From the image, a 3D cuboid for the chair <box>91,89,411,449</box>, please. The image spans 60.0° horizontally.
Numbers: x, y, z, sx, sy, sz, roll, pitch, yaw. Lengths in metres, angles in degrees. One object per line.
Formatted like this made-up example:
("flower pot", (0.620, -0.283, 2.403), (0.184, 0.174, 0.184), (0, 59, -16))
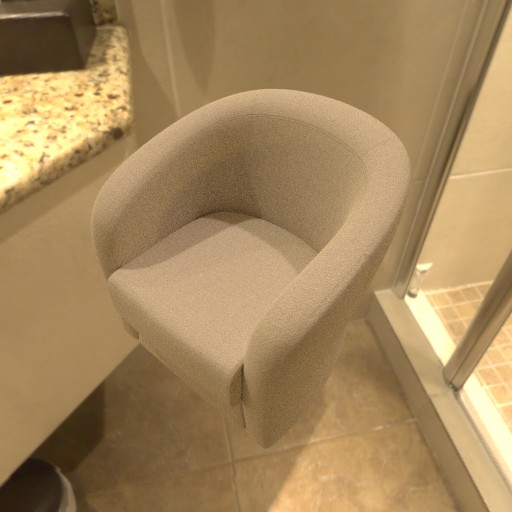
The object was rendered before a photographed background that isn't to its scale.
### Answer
("chair", (0.000, 0.000, 1.424), (0.791, 0.771, 0.815), (31, 53, 27))
